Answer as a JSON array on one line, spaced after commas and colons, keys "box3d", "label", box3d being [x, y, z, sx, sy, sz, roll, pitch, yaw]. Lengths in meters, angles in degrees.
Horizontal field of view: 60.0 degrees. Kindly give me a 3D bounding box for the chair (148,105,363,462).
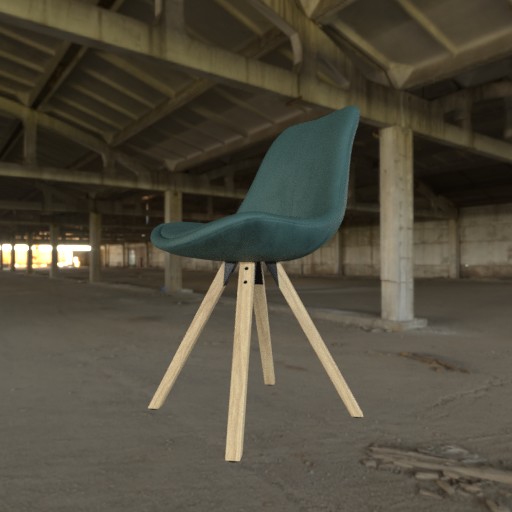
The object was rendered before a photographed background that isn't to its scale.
[{"box3d": [0.000, 0.000, 1.225, 0.547, 0.865, 0.483, 0, 0, -37], "label": "chair"}]
